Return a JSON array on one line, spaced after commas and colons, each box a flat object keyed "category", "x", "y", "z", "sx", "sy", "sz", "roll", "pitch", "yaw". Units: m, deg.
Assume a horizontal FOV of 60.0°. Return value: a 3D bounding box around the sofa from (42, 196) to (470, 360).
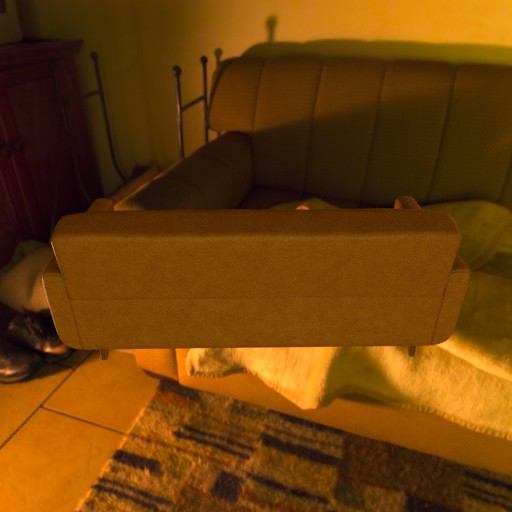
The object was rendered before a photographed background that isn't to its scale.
[{"category": "sofa", "x": 0.000, "y": 0.000, "z": 2.637, "sx": 2.137, "sy": 0.892, "sz": 0.980, "roll": 0, "pitch": 31, "yaw": -1}]
